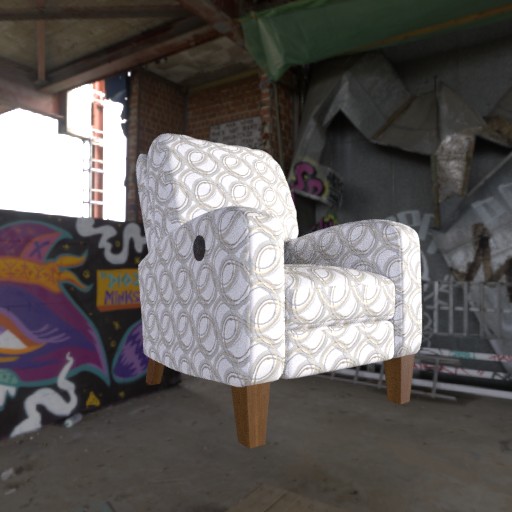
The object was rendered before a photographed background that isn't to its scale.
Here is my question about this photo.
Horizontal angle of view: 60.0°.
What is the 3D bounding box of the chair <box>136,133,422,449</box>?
[{"bbox_3d":[0.000,0.000,1.781,0.796,1.065,0.995,1,-2,-36],"label":"chair"}]
